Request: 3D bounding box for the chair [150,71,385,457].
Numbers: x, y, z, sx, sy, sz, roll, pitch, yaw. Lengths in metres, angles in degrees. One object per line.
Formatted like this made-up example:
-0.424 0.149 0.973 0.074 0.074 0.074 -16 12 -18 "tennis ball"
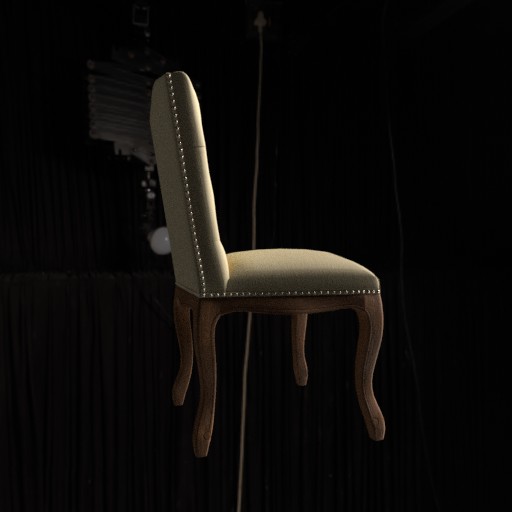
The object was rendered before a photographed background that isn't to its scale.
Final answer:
0.000 0.000 1.590 0.715 1.165 0.623 0 1 -19 "chair"
